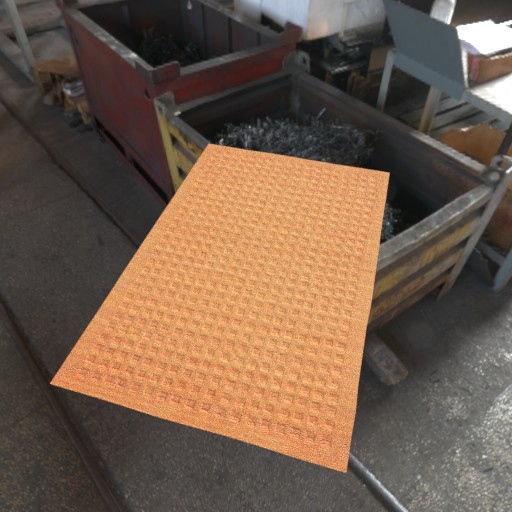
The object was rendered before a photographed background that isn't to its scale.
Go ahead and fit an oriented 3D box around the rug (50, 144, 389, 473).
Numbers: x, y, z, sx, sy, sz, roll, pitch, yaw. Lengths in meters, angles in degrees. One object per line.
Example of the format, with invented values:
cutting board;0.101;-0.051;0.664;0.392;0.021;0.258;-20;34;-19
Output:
rug;0.000;0.000;2.166;1.143;0.006;1.747;12;48;11
